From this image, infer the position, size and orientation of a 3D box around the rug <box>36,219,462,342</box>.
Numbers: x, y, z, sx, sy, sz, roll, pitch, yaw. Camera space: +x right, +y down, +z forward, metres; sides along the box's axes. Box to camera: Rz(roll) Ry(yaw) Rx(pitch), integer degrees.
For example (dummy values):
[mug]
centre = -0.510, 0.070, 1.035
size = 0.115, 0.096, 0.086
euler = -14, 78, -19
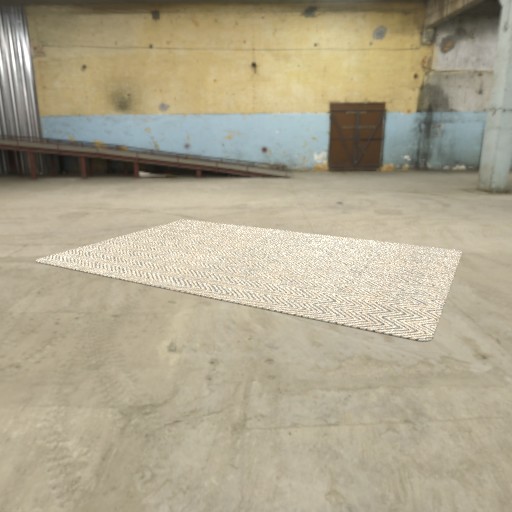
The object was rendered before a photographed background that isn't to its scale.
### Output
[rug]
centre = 0.000, 0.000, 2.148
size = 1.752, 0.008, 1.144
euler = 8, 18, 27
